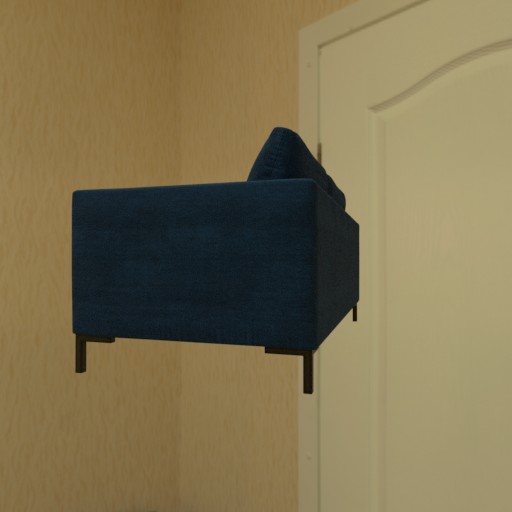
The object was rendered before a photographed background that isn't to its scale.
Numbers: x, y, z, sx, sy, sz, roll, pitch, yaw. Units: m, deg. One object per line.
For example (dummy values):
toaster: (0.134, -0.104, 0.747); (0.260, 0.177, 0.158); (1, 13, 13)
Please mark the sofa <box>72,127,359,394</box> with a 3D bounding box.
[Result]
sofa: (0.000, 0.000, 2.178); (0.875, 0.817, 1.676); (0, -1, 17)
